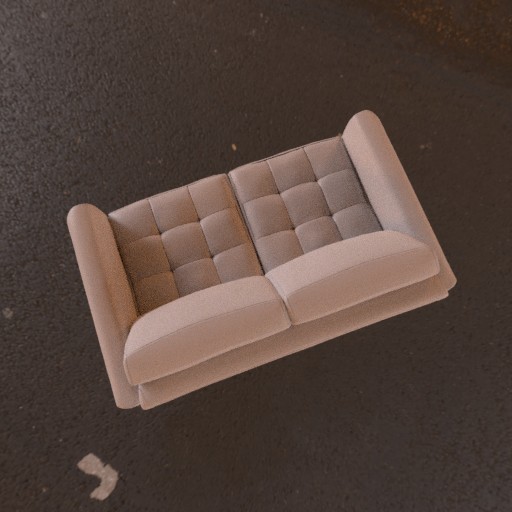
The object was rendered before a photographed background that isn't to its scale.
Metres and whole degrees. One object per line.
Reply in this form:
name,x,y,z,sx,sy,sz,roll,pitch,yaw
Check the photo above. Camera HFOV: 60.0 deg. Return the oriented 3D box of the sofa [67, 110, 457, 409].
sofa,0.000,0.000,2.429,1.819,0.930,1.121,-19,77,-5
